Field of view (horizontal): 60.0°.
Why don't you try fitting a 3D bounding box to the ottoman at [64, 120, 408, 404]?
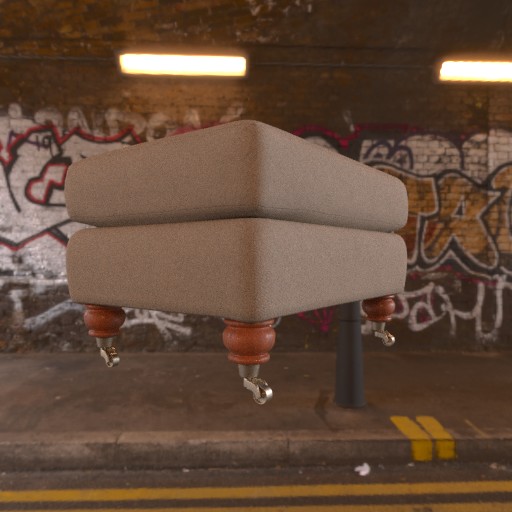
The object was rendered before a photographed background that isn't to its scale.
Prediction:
[{"bbox_3d":[0.000,0.000,1.152,0.569,0.504,0.773,0,0,37],"label":"ottoman"}]
